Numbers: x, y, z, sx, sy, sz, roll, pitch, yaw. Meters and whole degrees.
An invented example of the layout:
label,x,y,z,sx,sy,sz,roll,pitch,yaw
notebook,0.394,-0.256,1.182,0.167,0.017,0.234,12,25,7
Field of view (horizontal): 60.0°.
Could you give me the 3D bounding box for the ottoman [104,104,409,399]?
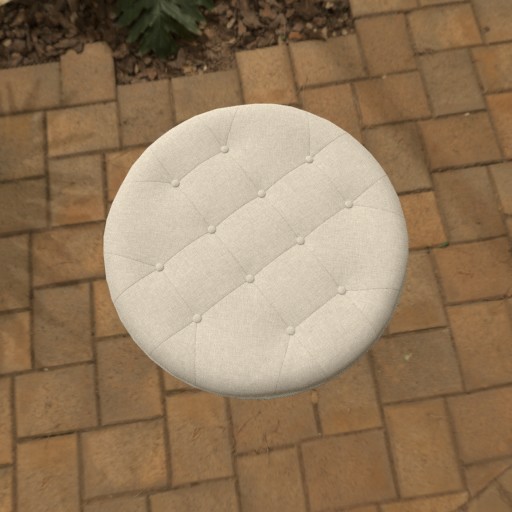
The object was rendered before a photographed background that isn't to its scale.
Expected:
label,x,y,z,sx,sy,sz,roll,pitch,yaw
ottoman,0.000,0.000,1.404,0.850,0.483,0.850,0,75,0
